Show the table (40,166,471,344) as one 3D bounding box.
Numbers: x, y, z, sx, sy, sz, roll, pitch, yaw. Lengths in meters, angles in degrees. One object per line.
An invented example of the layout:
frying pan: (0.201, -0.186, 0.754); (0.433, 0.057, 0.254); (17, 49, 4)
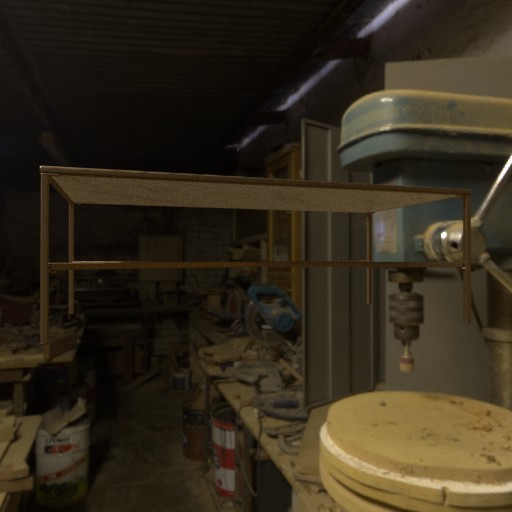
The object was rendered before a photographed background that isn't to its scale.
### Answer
table: (0.000, 0.000, 1.452); (1.197, 0.405, 0.577); (0, 0, -17)
